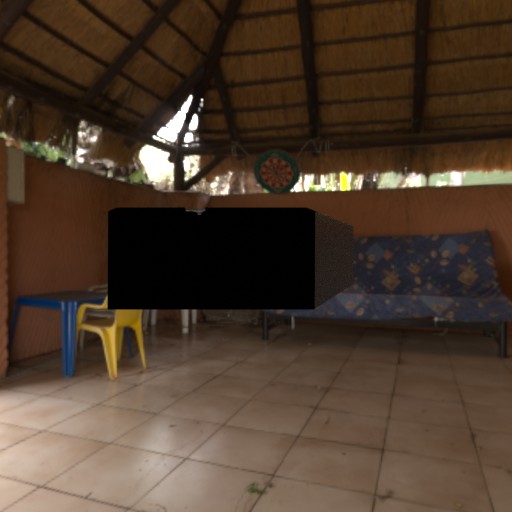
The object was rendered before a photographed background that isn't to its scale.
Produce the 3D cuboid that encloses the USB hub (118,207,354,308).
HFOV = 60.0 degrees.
[{"bbox_3d":[0.000,0.000,0.129,0.044,0.023,0.110,0,1,19],"label":"USB hub"}]
